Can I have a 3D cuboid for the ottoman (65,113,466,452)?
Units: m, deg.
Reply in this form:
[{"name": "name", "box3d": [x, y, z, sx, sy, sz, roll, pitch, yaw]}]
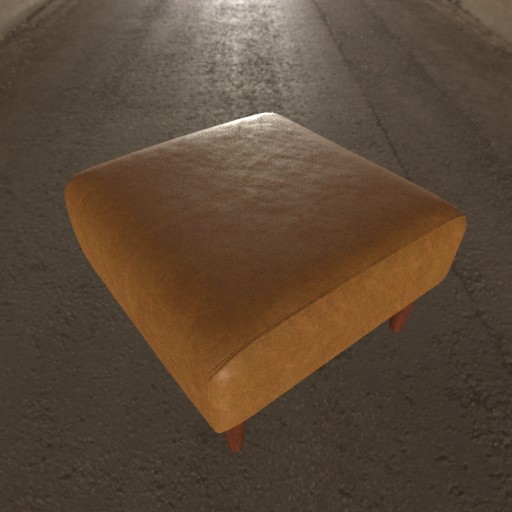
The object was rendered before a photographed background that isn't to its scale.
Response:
[{"name": "ottoman", "box3d": [0.000, 0.000, 1.049, 0.650, 0.399, 0.650, -27, 48, -27]}]
